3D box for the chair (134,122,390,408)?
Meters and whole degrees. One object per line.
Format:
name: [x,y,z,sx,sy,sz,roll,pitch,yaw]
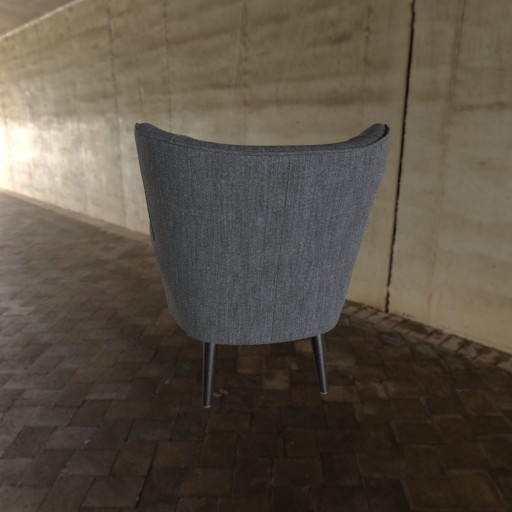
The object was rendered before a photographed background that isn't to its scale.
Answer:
chair: [0.000,0.000,1.629,0.781,0.933,0.888,-3,16,-11]
